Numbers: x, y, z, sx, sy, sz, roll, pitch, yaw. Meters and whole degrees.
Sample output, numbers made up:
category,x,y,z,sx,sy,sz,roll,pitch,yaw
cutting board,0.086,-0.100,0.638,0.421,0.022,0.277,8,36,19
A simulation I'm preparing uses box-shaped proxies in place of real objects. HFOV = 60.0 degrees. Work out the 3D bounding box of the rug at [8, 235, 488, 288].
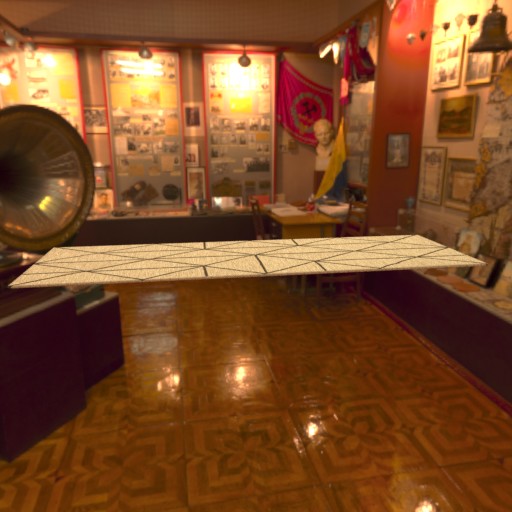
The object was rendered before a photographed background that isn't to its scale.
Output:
category,x,y,z,sx,sy,sz,roll,pitch,yaw
rug,0.000,0.000,2.587,2.438,0.012,0.762,-2,15,-9
